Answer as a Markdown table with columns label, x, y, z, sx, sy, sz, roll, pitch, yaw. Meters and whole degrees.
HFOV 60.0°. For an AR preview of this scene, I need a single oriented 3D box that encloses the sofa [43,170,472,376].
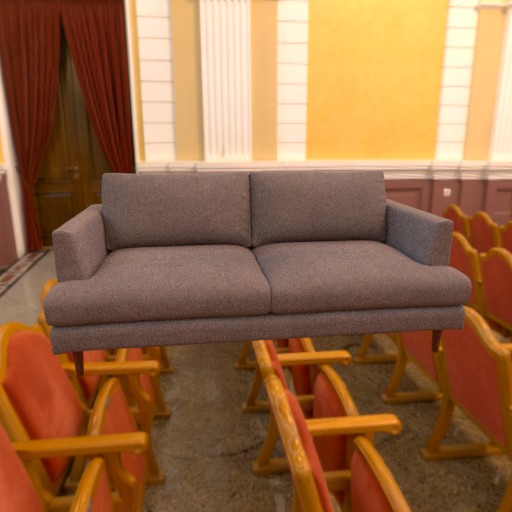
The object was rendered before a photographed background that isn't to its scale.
| label | x | y | z | sx | sy | sz | roll | pitch | yaw |
| --- | --- | --- | --- | --- | --- | --- | --- | --- | --- |
| sofa | 0.000 | 0.000 | 2.448 | 1.948 | 0.868 | 1.020 | -2 | 16 | -7 |
